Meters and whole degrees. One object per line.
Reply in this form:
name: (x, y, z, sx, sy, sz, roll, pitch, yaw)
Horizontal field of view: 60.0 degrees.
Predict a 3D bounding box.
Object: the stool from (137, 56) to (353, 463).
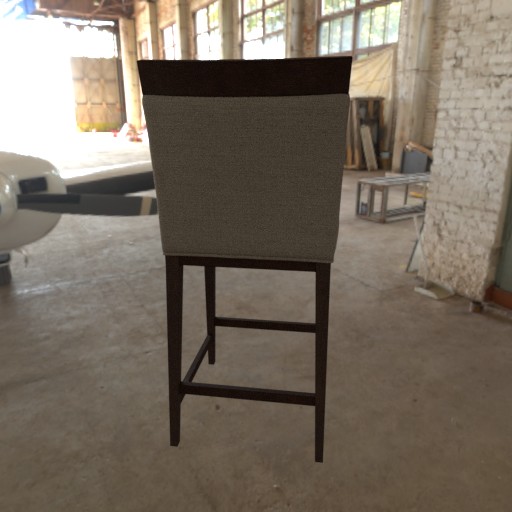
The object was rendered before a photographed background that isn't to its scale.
stool: (0.000, 0.000, 1.413, 0.511, 1.117, 0.531, 3, 18, 8)
